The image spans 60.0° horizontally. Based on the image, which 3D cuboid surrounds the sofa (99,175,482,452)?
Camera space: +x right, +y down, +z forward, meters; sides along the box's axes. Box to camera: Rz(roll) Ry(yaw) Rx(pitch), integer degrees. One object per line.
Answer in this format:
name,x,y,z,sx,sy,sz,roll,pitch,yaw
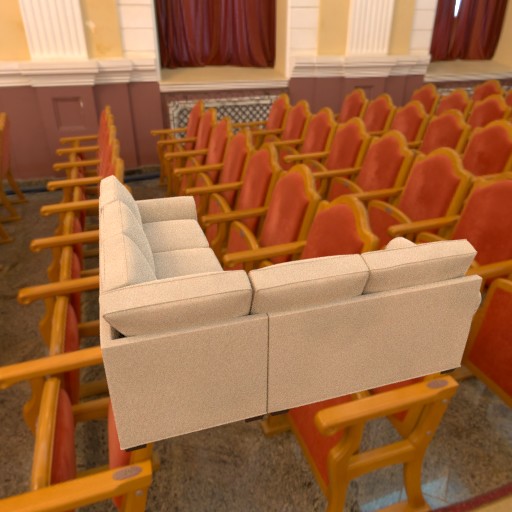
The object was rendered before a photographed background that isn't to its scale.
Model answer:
sofa,0.000,0.000,3.796,2.487,1.054,2.569,-8,28,-16
